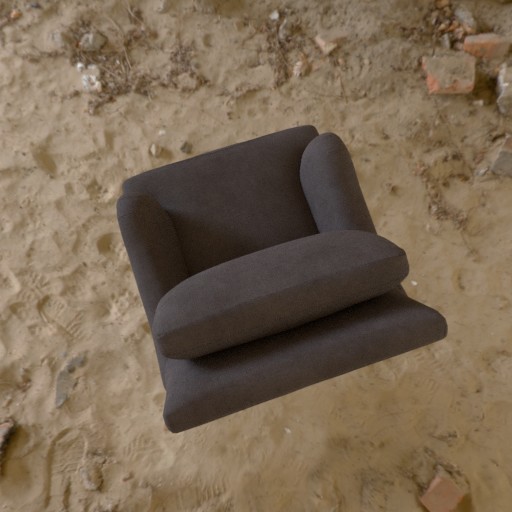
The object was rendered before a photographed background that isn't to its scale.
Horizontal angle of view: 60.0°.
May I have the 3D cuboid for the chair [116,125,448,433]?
[{"bbox_3d":[0.000,0.000,1.834,0.955,0.997,1.070,-18,75,-5],"label":"chair"}]
